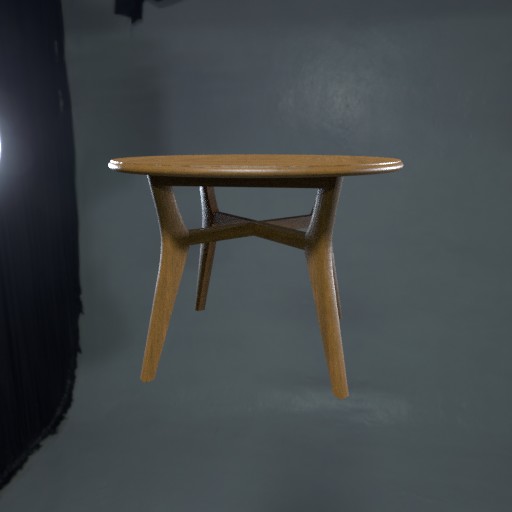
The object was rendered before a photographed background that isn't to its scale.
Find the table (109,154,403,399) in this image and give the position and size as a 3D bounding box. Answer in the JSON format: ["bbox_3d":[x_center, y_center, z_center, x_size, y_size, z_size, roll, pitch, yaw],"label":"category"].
[{"bbox_3d":[0.000,0.000,1.759,1.055,0.757,1.055,0,15,0],"label":"table"}]
